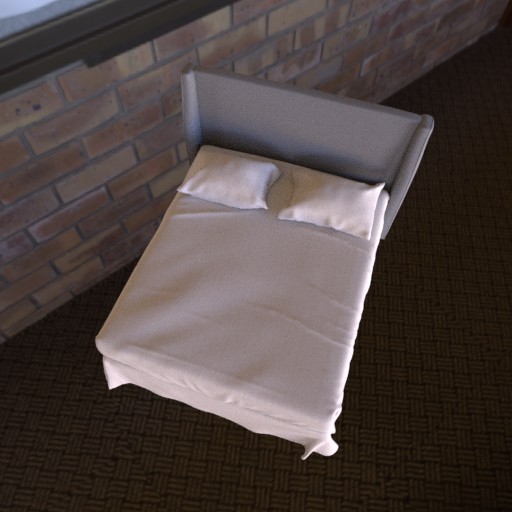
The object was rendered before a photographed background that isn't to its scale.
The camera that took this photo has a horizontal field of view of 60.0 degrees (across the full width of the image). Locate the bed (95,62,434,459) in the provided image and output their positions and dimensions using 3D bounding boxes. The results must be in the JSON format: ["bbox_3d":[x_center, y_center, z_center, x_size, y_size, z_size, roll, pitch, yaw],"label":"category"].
[{"bbox_3d":[0.000,0.000,3.293,1.925,1.332,2.276,16,61,10],"label":"bed"}]
